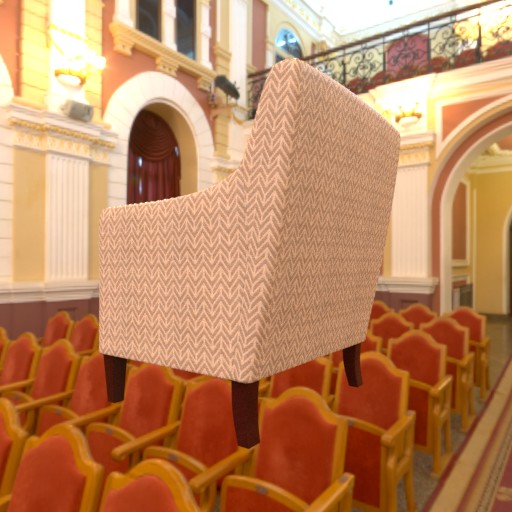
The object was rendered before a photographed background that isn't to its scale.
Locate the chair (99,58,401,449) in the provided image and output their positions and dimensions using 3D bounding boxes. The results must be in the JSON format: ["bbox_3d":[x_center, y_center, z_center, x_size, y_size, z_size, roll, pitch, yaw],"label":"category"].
[{"bbox_3d":[0.000,0.000,1.292,0.651,0.816,0.623,0,-1,36],"label":"chair"}]
